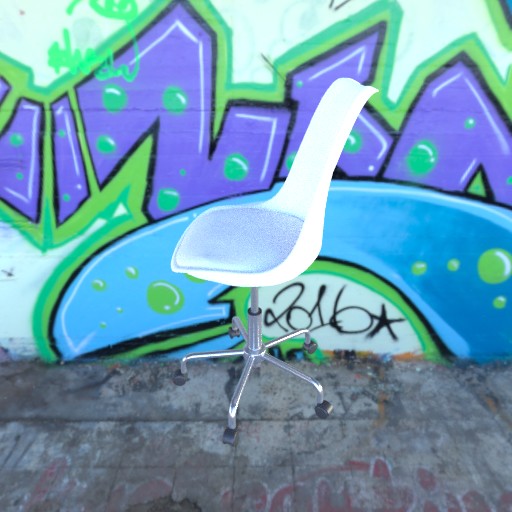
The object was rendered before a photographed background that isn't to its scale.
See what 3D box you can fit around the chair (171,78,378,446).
[{"bbox_3d":[0.000,0.000,1.269,0.550,0.930,0.550,0,26,-1],"label":"chair"}]
